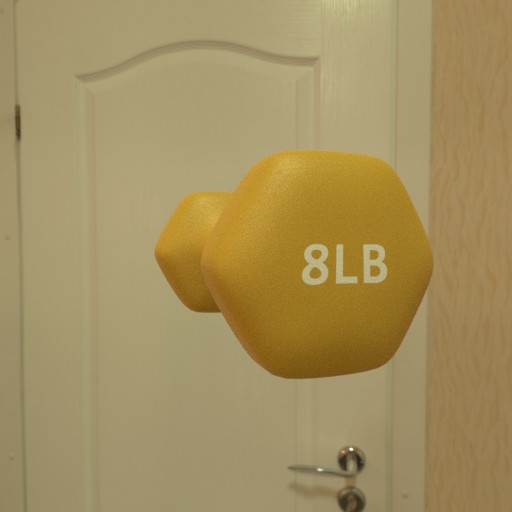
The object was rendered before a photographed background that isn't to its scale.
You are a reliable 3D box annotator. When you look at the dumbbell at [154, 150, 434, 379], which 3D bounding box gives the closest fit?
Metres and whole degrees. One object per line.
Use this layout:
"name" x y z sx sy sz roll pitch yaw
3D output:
"dumbbell" 0.000 0.000 0.237 0.090 0.082 0.190 -1 2 -19
